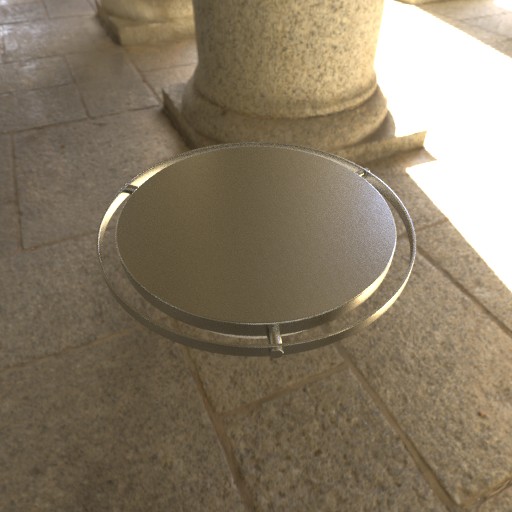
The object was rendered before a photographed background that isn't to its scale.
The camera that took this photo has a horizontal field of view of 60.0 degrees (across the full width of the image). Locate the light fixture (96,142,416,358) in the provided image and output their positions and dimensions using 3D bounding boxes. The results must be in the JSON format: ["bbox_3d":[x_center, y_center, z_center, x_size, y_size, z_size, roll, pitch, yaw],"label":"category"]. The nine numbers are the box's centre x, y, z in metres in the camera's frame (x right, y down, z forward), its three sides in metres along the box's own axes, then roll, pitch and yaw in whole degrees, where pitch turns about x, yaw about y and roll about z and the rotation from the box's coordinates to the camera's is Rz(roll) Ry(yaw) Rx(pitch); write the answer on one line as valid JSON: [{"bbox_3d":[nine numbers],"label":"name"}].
[{"bbox_3d":[0.000,0.000,0.557,0.361,0.130,0.361,0,43,0],"label":"light fixture"}]
